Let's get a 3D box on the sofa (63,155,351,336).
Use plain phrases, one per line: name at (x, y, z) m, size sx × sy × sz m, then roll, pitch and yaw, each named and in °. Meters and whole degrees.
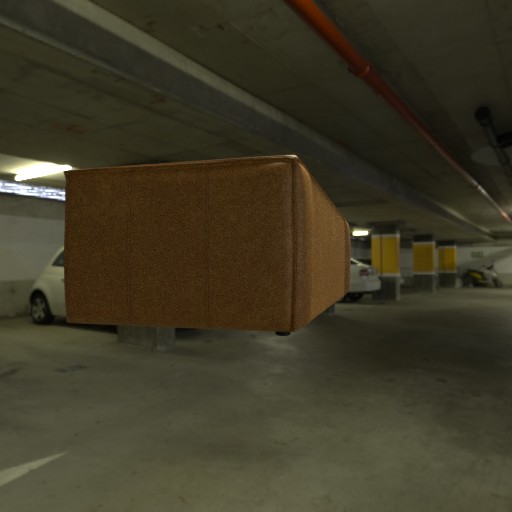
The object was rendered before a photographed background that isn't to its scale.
sofa at (0.000, 0.000, 2.993) m, size 1.102 × 0.701 × 2.581 m, roll 0°, pitch -1°, yaw 16°
